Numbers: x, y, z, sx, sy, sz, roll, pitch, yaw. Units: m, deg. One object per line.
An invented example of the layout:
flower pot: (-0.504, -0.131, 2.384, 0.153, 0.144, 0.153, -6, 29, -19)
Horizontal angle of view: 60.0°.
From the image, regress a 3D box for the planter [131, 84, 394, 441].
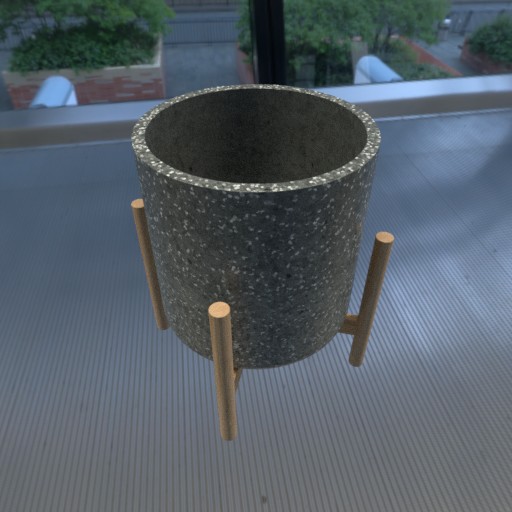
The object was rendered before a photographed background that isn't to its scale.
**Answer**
planter: (0.000, 0.000, 0.684, 0.360, 0.419, 0.360, 25, 46, 27)
